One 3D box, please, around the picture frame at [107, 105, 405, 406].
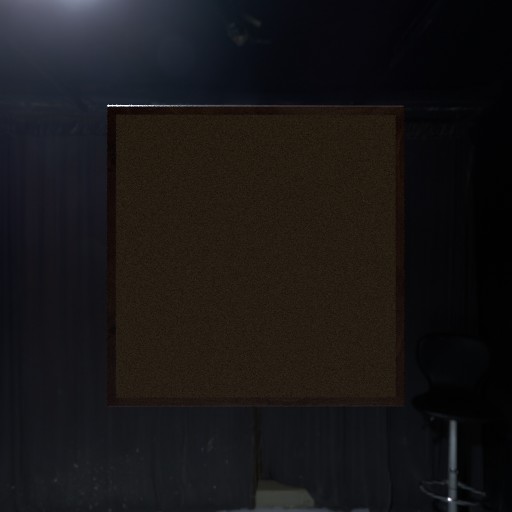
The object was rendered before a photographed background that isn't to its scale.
[{"bbox_3d":[0.000,0.000,1.218,0.810,0.817,0.029,0,0,0],"label":"picture frame"}]
